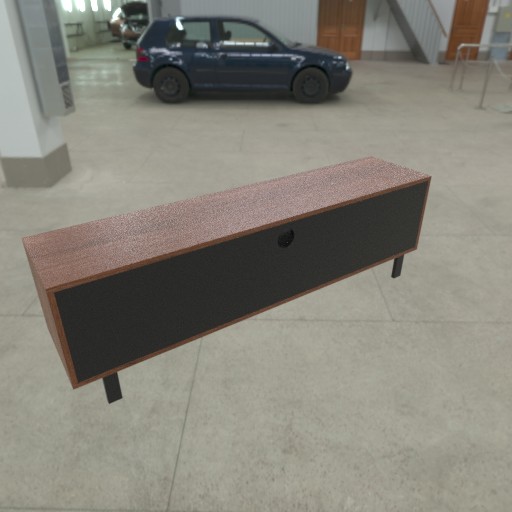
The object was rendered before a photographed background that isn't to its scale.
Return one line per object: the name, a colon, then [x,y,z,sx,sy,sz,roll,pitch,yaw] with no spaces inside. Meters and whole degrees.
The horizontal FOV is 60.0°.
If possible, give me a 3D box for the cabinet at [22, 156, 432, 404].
cabinet: [0.000,0.000,1.873,1.650,0.500,0.400,-18,34,-29]
